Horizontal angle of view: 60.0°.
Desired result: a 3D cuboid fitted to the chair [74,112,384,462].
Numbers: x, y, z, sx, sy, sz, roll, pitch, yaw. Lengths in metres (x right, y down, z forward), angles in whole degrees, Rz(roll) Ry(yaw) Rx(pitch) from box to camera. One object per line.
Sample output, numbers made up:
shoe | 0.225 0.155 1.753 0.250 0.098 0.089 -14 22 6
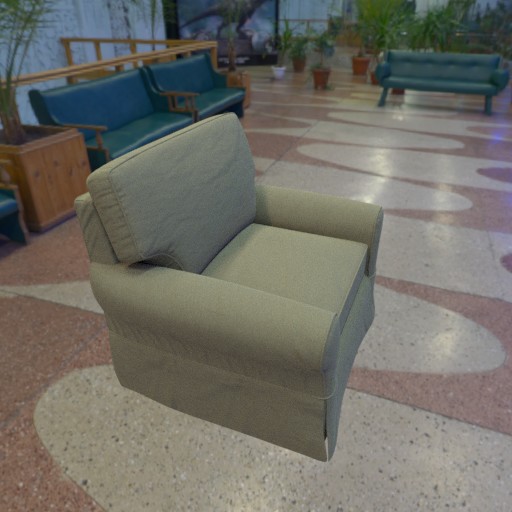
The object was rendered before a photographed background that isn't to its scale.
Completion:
chair | 0.000 0.000 1.906 0.988 1.017 1.135 12 32 19
